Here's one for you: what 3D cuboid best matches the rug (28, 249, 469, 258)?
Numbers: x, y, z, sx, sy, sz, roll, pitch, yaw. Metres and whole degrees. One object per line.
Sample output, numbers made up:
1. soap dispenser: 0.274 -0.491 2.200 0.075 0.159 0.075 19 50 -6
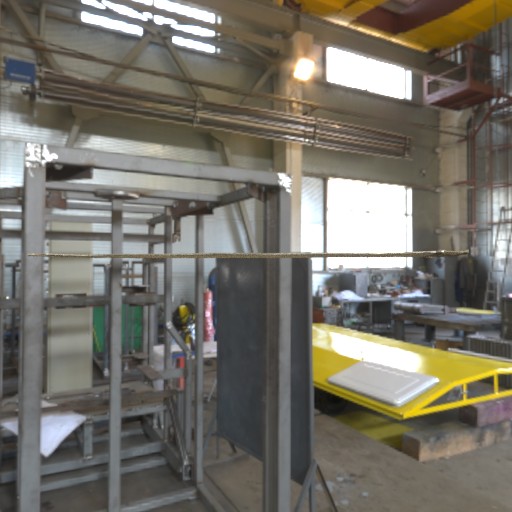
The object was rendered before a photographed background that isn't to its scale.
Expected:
1. rug: 0.000 0.000 3.024 2.431 0.025 1.530 0 -1 17
